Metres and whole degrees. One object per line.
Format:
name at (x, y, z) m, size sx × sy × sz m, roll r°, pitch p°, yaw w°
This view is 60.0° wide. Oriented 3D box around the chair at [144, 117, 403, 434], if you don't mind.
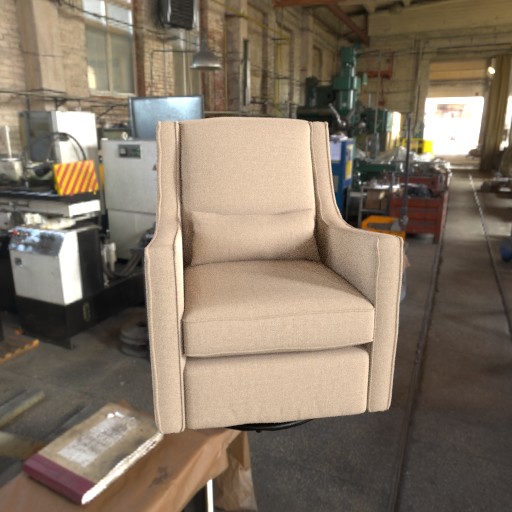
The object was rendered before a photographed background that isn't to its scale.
chair at (0.000, 0.000, 1.621) m, size 0.732 × 0.993 × 0.879 m, roll -3°, pitch 16°, yaw -9°
